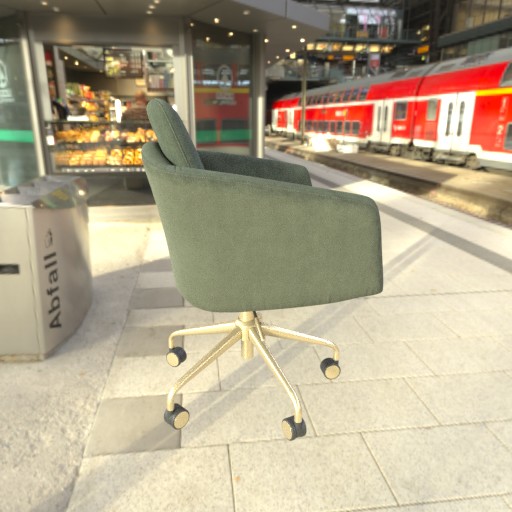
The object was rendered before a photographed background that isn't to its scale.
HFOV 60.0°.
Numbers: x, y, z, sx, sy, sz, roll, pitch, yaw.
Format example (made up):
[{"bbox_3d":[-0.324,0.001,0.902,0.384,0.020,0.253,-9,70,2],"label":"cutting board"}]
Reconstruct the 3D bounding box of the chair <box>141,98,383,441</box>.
[{"bbox_3d":[0.000,0.000,1.373,0.635,0.908,0.641,-3,18,-9],"label":"chair"}]
